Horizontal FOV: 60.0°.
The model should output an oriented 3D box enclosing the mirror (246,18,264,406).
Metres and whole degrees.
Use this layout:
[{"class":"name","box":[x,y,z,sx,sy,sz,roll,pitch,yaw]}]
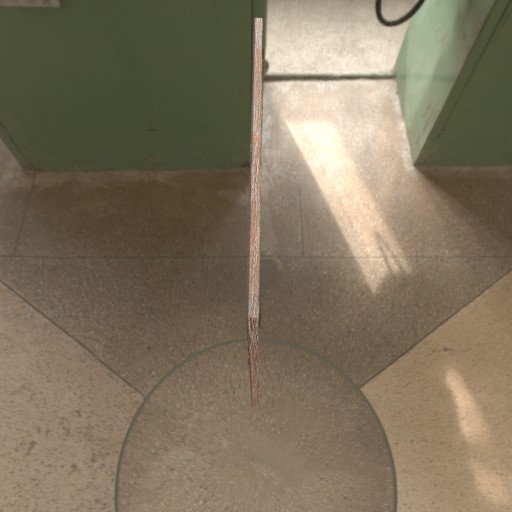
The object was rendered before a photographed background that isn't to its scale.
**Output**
[{"class":"mirror","box":[0.000,0.000,1.288,0.025,0.996,0.705,1,64,0]}]
